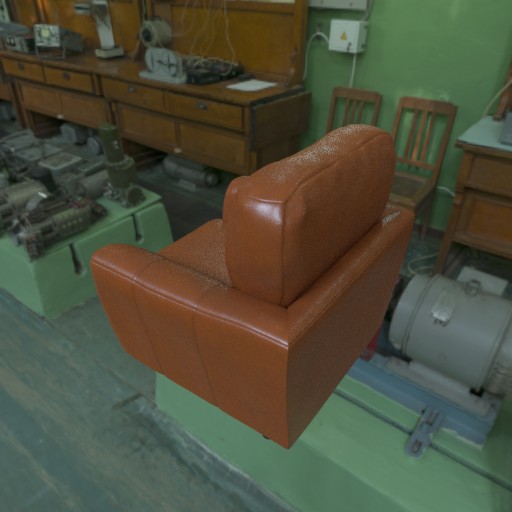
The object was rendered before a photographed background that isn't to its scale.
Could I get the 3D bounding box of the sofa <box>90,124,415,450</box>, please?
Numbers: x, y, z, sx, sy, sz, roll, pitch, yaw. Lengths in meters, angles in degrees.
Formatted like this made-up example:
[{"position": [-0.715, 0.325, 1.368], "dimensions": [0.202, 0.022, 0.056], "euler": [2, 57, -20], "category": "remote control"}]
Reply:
[{"position": [0.000, 0.000, 1.513], "dimensions": [0.789, 0.876, 0.836], "euler": [22, 39, 30], "category": "sofa"}]
